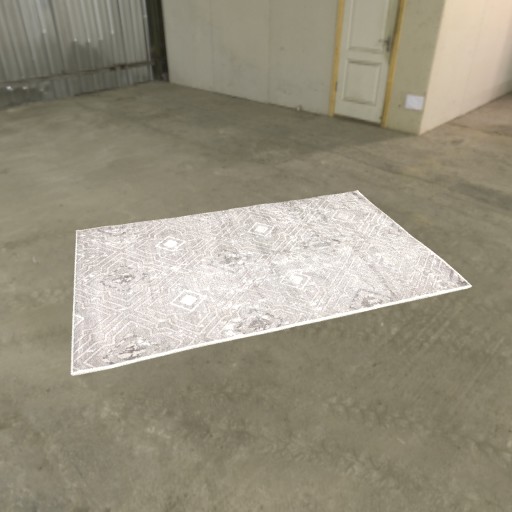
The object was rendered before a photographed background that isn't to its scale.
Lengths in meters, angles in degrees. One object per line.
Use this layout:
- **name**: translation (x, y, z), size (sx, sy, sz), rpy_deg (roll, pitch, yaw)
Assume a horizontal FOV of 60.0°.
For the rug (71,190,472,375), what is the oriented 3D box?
- **rug**: translation (0.000, 0.000, 3.147), size (2.447, 0.036, 1.537), rpy_deg (-10, 34, -15)
